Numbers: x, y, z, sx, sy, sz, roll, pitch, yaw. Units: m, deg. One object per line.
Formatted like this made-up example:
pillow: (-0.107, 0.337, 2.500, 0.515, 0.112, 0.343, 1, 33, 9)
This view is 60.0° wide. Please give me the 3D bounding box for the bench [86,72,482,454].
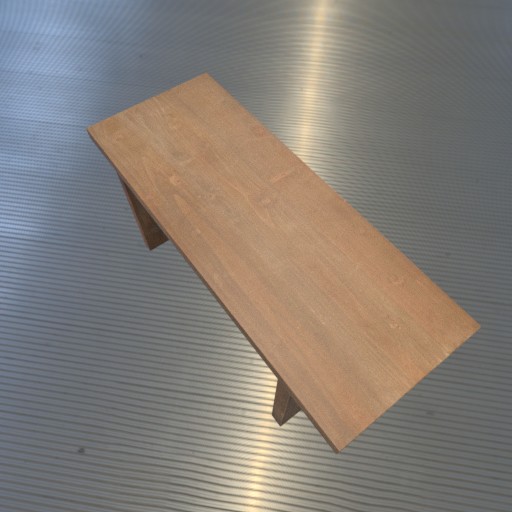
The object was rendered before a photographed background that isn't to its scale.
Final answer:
bench: (0.000, 0.000, 1.426, 0.458, 0.458, 1.183, -33, 64, -18)
